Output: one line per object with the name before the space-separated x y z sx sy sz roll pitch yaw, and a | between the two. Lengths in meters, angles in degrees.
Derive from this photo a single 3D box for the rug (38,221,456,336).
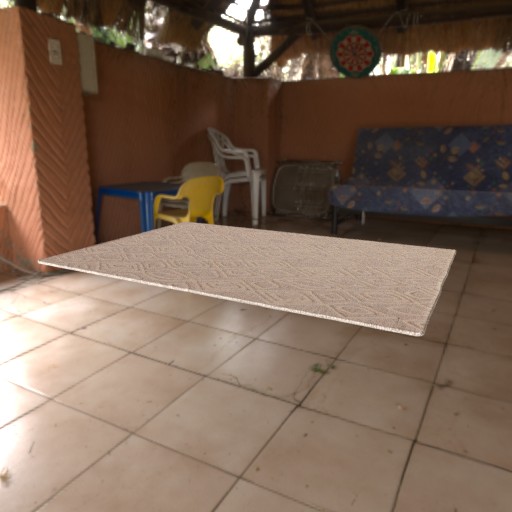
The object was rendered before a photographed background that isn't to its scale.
rug | 0.000 0.000 2.312 1.832 0.016 1.224 8 17 27
